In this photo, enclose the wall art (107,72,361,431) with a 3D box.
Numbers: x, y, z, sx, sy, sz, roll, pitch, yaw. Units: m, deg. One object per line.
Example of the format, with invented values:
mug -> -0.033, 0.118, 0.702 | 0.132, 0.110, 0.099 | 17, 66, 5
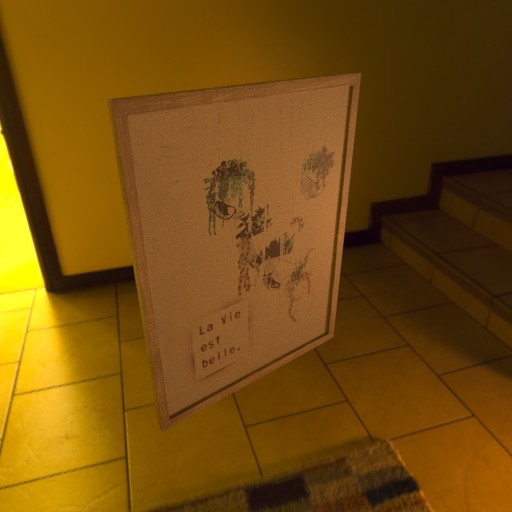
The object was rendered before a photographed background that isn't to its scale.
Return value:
wall art -> 0.000, 0.000, 1.396 | 0.781, 1.022, 0.035 | -20, 35, -32
